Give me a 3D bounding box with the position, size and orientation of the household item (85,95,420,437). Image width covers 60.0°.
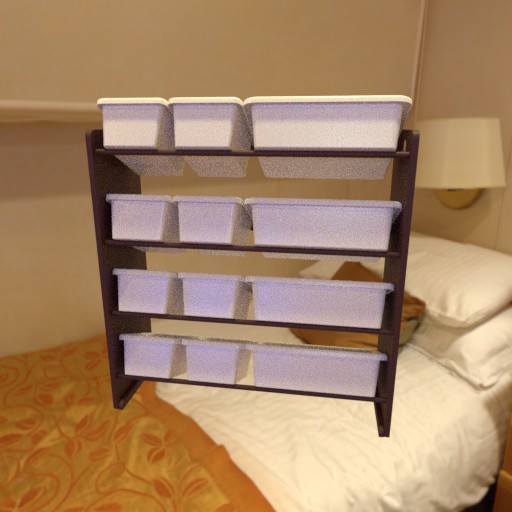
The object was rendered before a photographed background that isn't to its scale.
[{"bbox_3d":[0.000,0.000,1.303,0.787,0.864,0.389,3,17,9],"label":"household item"}]
